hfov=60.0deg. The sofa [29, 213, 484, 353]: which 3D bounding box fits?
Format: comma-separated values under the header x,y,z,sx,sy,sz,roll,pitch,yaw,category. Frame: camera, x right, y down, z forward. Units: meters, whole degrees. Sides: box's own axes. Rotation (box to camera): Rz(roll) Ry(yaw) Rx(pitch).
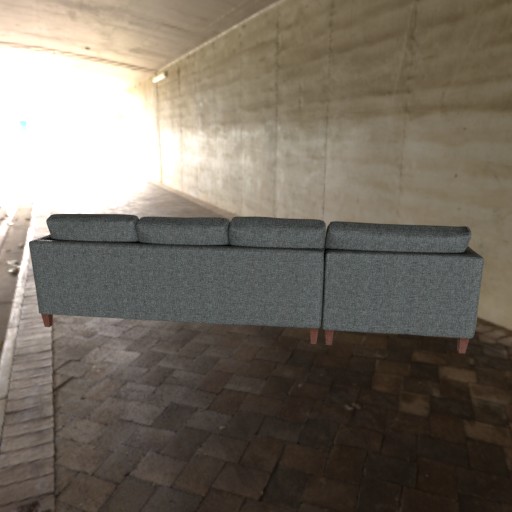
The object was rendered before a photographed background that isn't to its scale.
x,y,z,sx,sy,sz,roll,pitch,yaw,category
0.000,0.000,4.127,3.485,0.960,1.635,2,15,8,sofa
